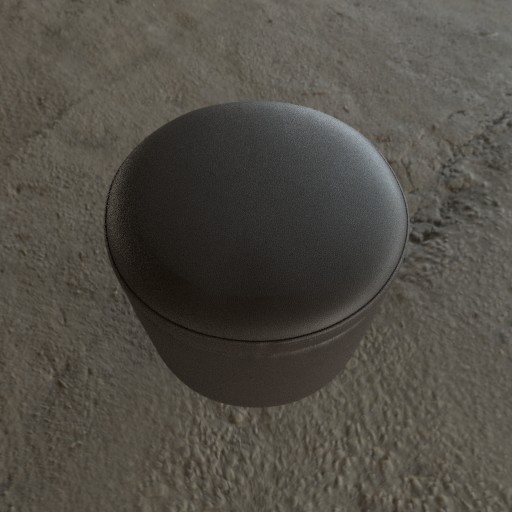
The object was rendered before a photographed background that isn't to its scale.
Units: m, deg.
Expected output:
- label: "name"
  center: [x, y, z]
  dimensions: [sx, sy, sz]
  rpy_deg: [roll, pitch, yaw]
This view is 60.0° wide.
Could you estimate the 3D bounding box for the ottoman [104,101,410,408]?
- label: "ottoman"
  center: [0.000, 0.000, 0.868]
  dimensions: [0.500, 0.409, 0.500]
  rpy_deg: [0, 58, 0]
